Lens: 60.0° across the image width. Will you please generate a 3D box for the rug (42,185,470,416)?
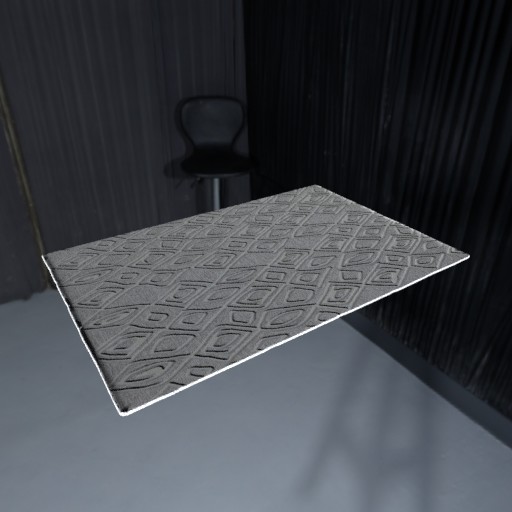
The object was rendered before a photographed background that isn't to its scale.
[{"bbox_3d":[0.000,0.000,2.270,1.832,0.016,1.224,-18,35,-29],"label":"rug"}]
